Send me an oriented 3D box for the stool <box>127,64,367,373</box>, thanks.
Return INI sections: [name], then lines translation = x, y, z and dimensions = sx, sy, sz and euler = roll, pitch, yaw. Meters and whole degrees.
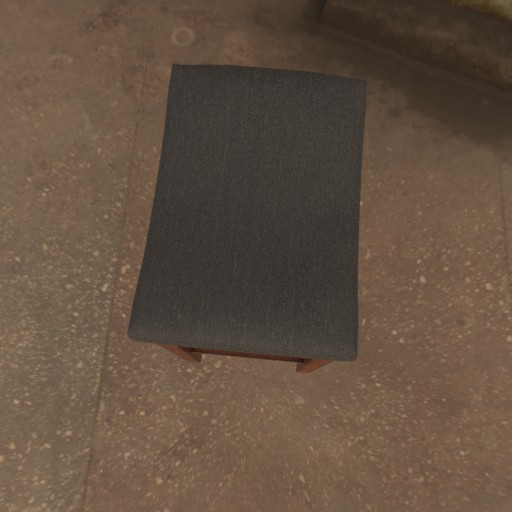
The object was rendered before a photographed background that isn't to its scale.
[stool]
translation = 0.000, 0.000, 1.049
dimensions = 0.366, 0.760, 0.502
euler = 5, 75, 1
